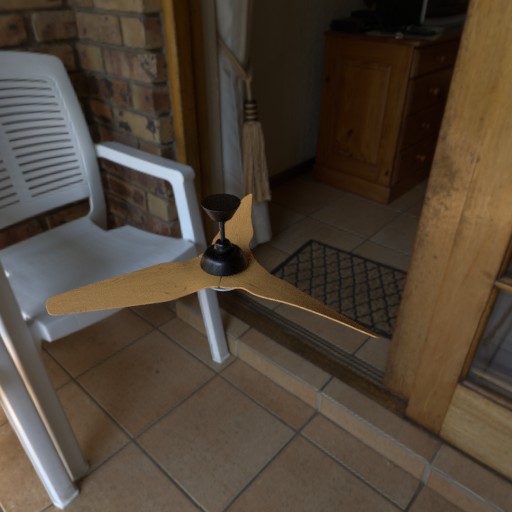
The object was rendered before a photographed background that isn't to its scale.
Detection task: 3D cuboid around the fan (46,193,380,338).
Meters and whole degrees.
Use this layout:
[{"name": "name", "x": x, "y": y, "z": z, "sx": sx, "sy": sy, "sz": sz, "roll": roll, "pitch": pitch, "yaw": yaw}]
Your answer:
[{"name": "fan", "x": 0.000, "y": 0.000, "z": 1.625, "sx": 1.010, "sy": 0.355, "sz": 1.142, "roll": 22, "pitch": 39, "yaw": 30}]
